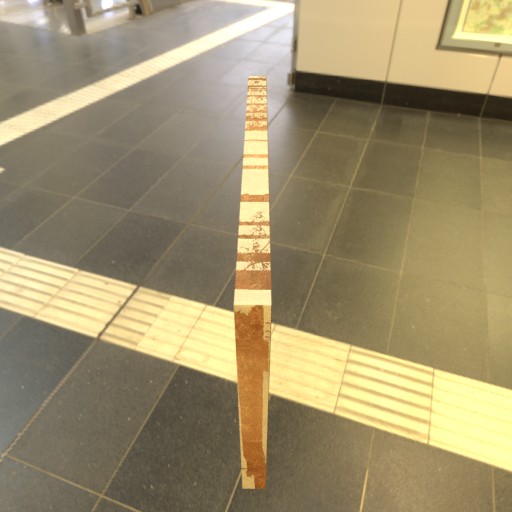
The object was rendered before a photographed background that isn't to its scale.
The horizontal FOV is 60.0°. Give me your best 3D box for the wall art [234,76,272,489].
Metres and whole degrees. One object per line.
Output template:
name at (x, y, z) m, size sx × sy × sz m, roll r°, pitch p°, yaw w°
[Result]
wall art at (0.000, 0.000, 0.769) m, size 0.035 × 0.405 × 0.609 m, roll 0°, pitch 41°, yaw 0°
